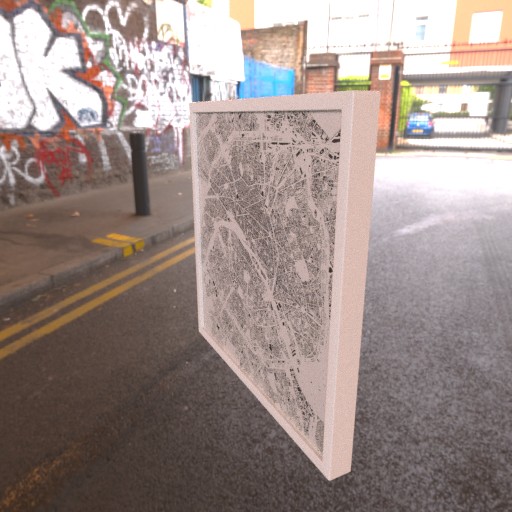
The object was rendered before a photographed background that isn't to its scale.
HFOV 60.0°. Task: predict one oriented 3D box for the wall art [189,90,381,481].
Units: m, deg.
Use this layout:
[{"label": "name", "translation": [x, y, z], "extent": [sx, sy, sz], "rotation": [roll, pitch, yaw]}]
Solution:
[{"label": "wall art", "translation": [0.000, 0.000, 0.759], "extent": [0.038, 0.508, 0.508], "rotation": [-9, 20, -26]}]
